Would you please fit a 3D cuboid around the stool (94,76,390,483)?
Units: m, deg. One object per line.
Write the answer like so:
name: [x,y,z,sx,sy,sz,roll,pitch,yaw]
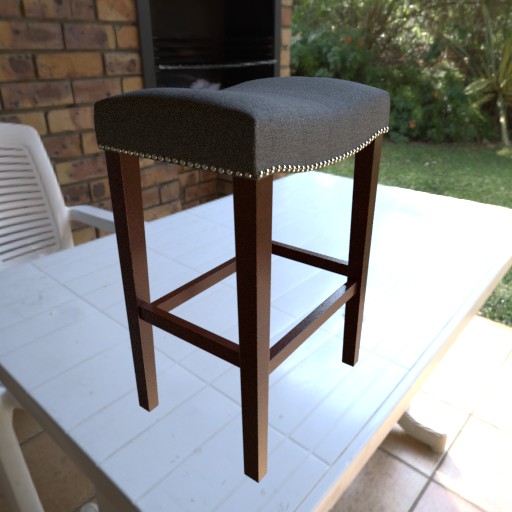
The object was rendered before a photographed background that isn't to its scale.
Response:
stool: [0.000,0.000,1.013,0.372,0.742,0.504,17,30,32]
